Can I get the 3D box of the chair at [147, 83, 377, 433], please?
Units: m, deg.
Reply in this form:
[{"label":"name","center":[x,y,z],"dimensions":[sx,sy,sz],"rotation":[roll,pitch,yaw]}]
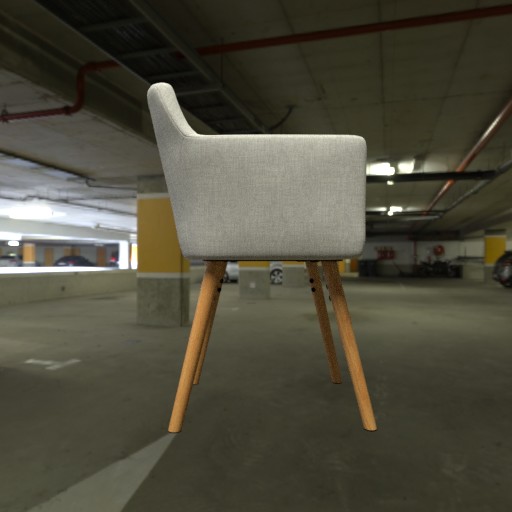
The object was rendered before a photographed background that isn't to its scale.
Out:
[{"label":"chair","center":[0.000,0.000,1.183],"dimensions":[0.540,0.780,0.570],"rotation":[0,-1,-1]}]
